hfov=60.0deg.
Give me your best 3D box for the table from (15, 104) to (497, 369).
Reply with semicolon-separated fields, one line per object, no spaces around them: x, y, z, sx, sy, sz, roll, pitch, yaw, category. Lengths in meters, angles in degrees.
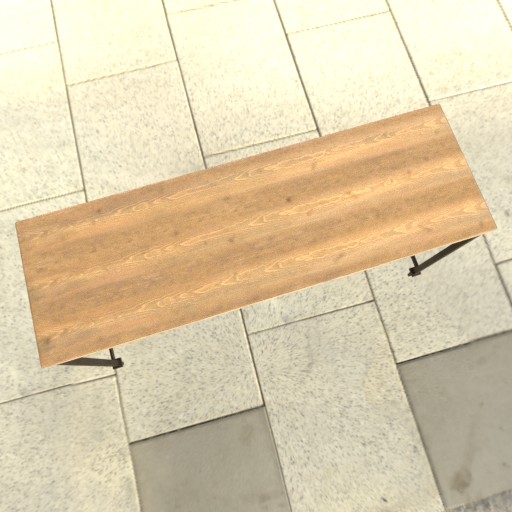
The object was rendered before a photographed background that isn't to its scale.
0.000;0.000;2.070;1.700;0.902;0.551;-17;76;-4;table
